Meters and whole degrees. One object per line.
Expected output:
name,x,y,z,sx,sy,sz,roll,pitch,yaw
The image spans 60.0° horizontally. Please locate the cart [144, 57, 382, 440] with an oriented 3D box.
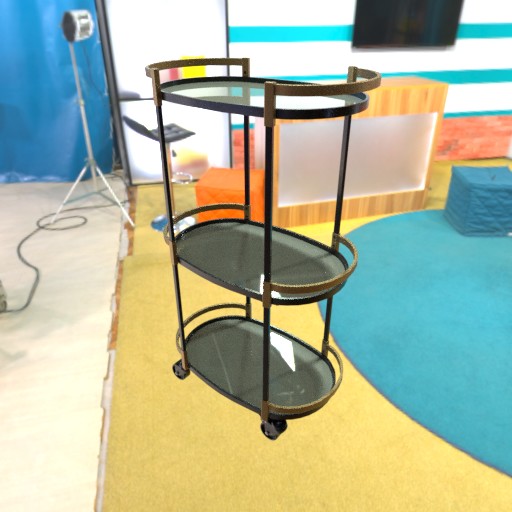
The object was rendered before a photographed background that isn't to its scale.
cart,0.000,0.000,1.123,0.515,0.885,0.311,21,36,33
